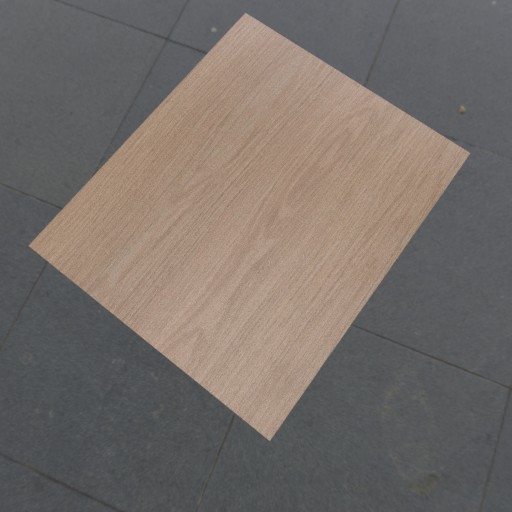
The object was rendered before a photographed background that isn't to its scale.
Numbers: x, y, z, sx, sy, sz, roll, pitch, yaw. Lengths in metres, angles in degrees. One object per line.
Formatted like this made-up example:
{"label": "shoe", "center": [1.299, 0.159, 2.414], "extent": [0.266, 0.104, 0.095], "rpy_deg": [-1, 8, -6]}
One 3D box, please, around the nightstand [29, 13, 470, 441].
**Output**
{"label": "nightstand", "center": [0.000, 0.000, 0.852], "extent": [0.380, 0.571, 0.450], "rpy_deg": [36, 78, 9]}
